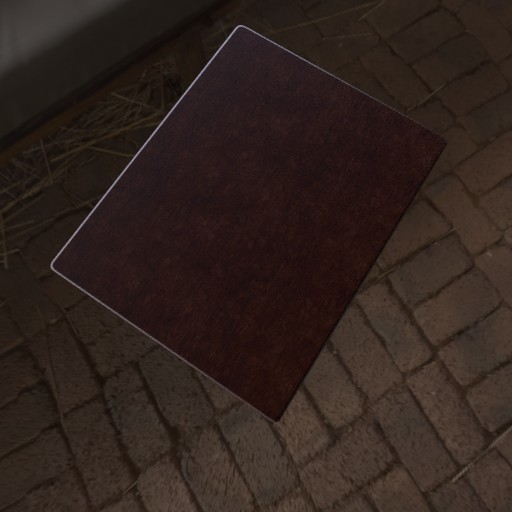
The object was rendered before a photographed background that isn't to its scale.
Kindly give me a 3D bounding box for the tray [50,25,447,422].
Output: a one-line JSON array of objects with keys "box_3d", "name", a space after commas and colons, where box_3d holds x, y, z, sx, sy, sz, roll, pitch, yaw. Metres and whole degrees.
[{"box_3d": [0.000, 0.000, 0.960, 0.381, 0.660, 0.483, 32, 78, 8], "name": "tray"}]
